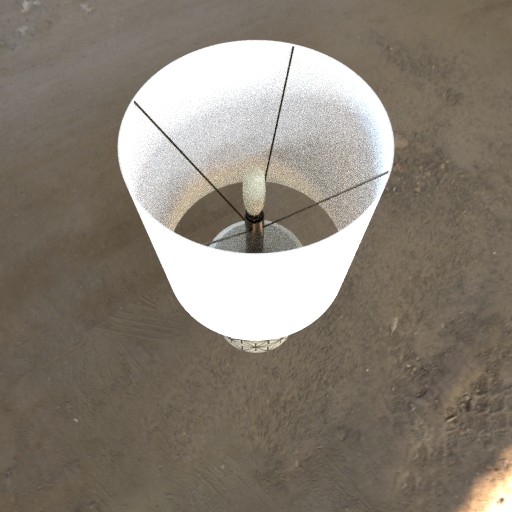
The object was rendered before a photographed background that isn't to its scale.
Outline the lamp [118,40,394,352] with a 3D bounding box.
[{"bbox_3d":[0.000,0.000,0.519,0.206,0.416,0.206,18,65,9],"label":"lamp"}]
